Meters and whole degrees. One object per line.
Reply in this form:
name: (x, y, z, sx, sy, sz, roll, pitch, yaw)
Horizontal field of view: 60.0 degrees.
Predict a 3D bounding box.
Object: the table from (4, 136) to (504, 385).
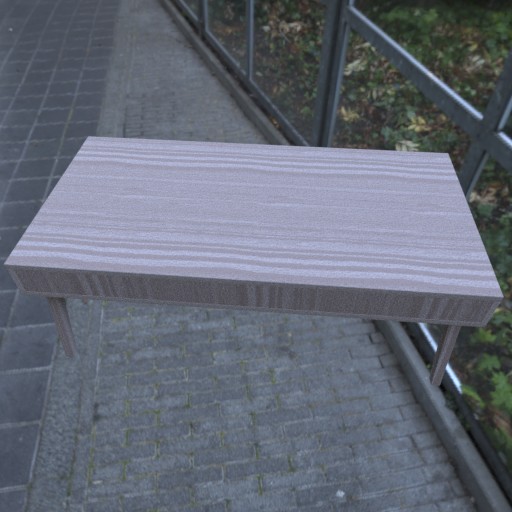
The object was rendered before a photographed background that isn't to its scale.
table: (0.000, 0.000, 1.427, 1.200, 0.450, 0.600, 4, 46, 3)
